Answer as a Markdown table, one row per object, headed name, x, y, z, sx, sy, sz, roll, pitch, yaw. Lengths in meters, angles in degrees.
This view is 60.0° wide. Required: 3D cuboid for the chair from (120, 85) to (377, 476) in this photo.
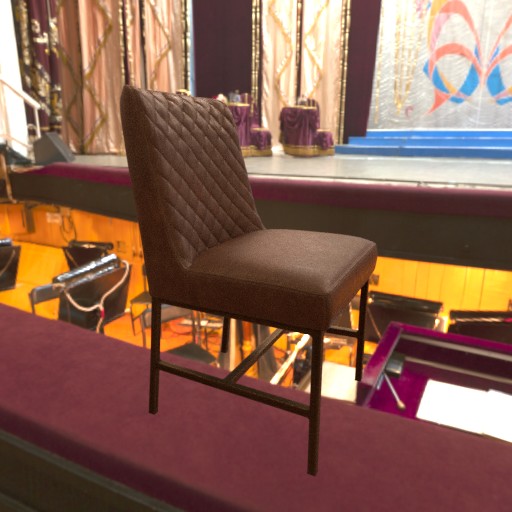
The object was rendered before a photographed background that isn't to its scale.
| name | x | y | z | sx | sy | sz | roll | pitch | yaw |
| --- | --- | --- | --- | --- | --- | --- | --- | --- | --- |
| chair | 0.000 | 0.000 | 1.243 | 0.587 | 0.889 | 0.508 | 7 | 17 | 25 |
